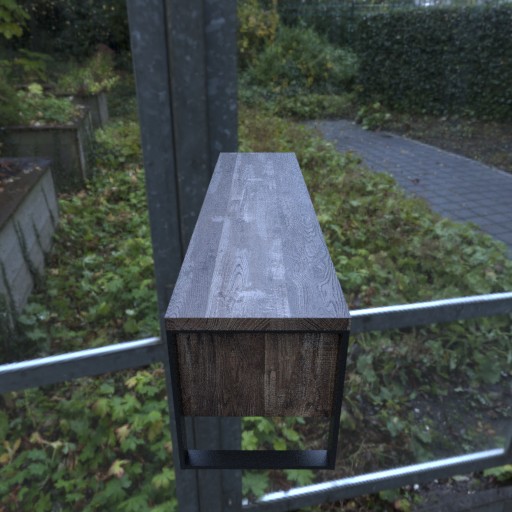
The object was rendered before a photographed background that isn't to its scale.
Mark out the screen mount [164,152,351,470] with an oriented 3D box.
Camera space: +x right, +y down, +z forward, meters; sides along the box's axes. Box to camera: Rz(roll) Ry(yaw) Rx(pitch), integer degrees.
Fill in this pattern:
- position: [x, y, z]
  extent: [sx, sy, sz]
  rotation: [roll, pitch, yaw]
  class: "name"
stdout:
- position: [0.000, 0.000, 1.693]
  extent: [0.395, 0.450, 1.524]
  rotation: [0, 26, 0]
  class: "screen mount"
